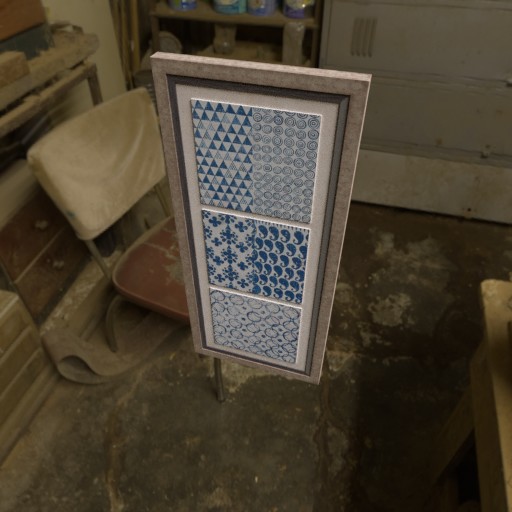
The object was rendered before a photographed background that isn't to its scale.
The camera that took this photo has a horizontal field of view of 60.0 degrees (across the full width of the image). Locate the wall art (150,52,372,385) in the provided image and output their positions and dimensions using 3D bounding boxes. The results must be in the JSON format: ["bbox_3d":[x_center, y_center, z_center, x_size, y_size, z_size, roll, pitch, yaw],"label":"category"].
[{"bbox_3d":[0.000,0.000,1.752,0.648,1.461,0.051,12,43,13],"label":"wall art"}]
